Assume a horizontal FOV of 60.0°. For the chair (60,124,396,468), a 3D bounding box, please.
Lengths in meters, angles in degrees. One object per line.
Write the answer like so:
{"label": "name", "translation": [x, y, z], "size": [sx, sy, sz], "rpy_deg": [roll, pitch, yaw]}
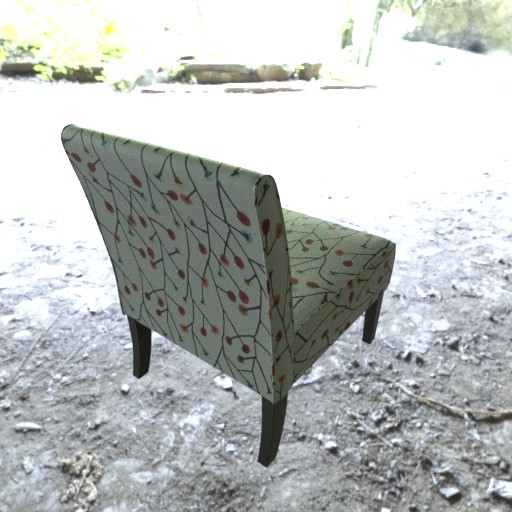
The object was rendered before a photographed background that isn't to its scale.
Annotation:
{"label": "chair", "translation": [0.000, 0.000, 1.302], "size": [0.597, 0.813, 0.732], "rpy_deg": [21, 36, 32]}
